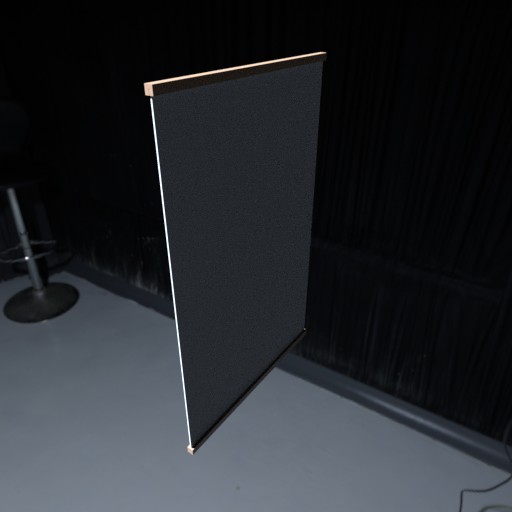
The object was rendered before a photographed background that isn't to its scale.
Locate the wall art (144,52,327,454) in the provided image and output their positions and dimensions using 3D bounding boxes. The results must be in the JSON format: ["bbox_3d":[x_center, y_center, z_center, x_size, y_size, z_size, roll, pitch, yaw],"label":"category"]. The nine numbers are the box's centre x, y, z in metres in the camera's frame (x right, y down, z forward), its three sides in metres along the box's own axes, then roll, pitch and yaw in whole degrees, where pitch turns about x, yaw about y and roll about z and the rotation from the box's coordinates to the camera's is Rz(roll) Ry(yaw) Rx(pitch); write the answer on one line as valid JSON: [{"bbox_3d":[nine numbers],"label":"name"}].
[{"bbox_3d":[0.000,0.000,1.903,0.030,1.519,0.990,19,35,30],"label":"wall art"}]
